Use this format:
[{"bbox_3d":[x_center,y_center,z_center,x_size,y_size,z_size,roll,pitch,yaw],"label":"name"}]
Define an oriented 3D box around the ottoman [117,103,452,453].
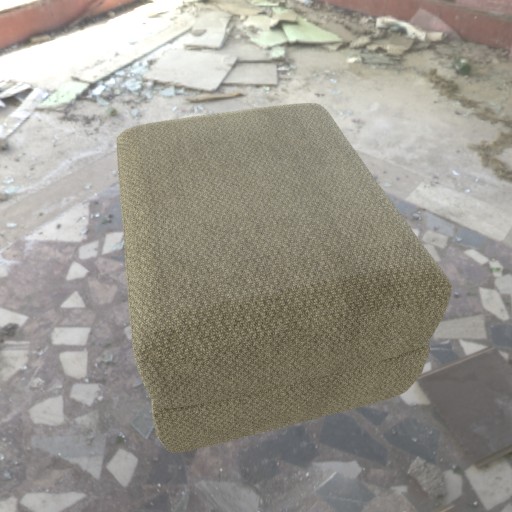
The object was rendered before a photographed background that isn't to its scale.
[{"bbox_3d":[0.000,0.000,1.122,0.603,0.476,0.751,-11,48,-10],"label":"ottoman"}]
